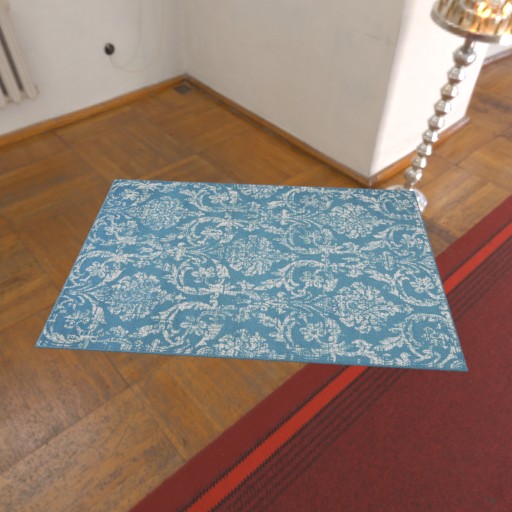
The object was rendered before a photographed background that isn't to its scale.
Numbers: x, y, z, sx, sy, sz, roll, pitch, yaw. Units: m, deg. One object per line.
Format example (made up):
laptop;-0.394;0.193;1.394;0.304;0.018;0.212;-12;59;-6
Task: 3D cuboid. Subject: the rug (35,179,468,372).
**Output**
rug;0.000;0.000;3.431;2.746;0.018;1.816;3;46;3
